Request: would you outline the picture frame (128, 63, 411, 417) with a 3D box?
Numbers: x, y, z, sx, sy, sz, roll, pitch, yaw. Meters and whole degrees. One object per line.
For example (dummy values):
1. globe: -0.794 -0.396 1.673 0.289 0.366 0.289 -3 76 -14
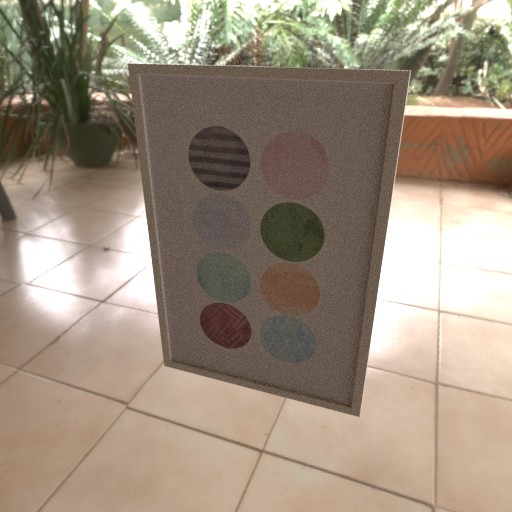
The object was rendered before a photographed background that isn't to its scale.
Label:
1. picture frame: 0.000 0.000 0.835 0.457 0.657 0.013 9 29 18
